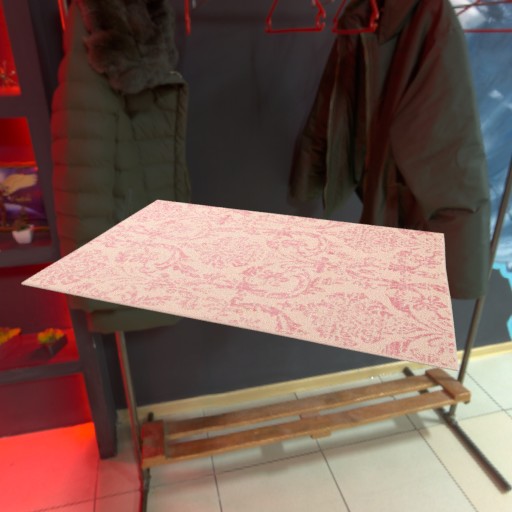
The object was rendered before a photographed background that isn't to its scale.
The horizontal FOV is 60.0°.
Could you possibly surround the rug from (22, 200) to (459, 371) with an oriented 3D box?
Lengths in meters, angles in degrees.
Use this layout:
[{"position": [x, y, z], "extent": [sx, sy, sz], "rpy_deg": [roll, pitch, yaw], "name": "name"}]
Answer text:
[{"position": [0.000, 0.000, 2.262], "extent": [1.839, 0.012, 1.219], "rpy_deg": [8, 27, 17], "name": "rug"}]
